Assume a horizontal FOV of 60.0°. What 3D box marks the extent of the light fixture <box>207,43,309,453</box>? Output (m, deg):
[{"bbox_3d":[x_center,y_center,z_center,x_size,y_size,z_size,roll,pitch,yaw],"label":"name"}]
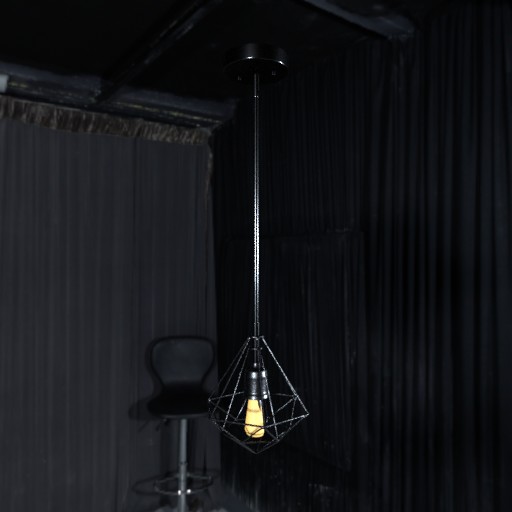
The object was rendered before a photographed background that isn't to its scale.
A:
[{"bbox_3d":[0.000,0.000,1.985,0.487,1.764,0.431,0,0,-37],"label":"light fixture"}]
